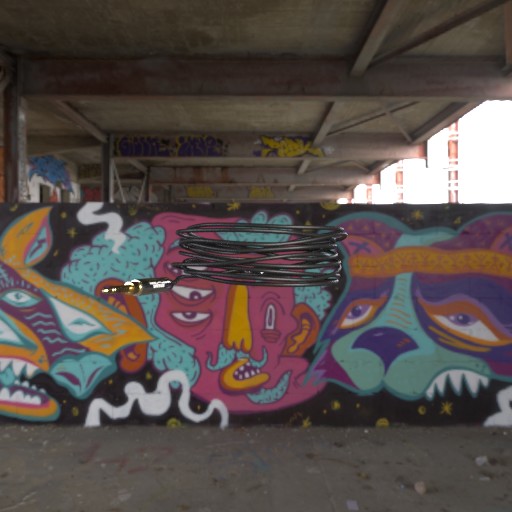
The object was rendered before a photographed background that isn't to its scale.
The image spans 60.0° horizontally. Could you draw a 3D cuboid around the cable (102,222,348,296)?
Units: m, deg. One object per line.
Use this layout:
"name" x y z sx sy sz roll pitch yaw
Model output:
"cable" 0.000 0.000 0.505 0.198 0.069 0.432 0 0 20
